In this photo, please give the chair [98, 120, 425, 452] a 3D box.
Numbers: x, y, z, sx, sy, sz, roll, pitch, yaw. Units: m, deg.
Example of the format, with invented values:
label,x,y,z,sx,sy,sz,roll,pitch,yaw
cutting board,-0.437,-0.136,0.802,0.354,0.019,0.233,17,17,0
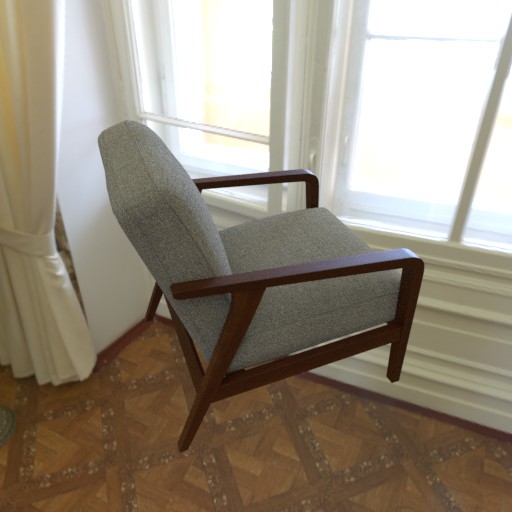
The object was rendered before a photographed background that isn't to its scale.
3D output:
label,x,y,z,sx,sy,sz,roll,pitch,yaw
chair,0.000,0.000,1.482,0.858,0.847,0.704,-12,34,-17
